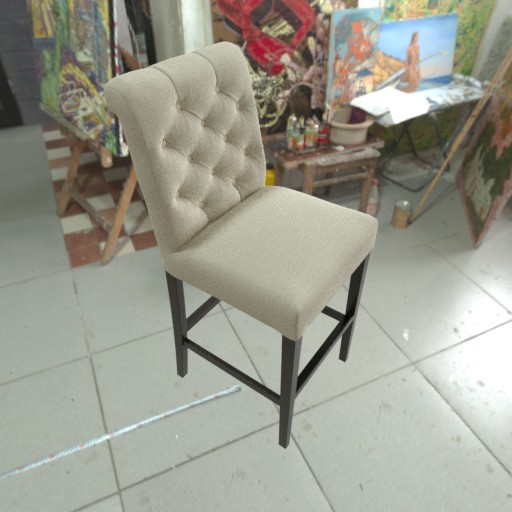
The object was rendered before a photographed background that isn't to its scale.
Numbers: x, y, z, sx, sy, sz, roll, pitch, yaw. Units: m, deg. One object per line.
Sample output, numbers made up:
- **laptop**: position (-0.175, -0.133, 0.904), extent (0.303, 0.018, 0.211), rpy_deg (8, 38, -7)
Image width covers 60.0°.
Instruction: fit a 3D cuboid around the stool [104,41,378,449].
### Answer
- **stool**: position (0.000, 0.000, 1.416), extent (0.610, 1.118, 0.482), rpy_deg (25, 46, 27)
